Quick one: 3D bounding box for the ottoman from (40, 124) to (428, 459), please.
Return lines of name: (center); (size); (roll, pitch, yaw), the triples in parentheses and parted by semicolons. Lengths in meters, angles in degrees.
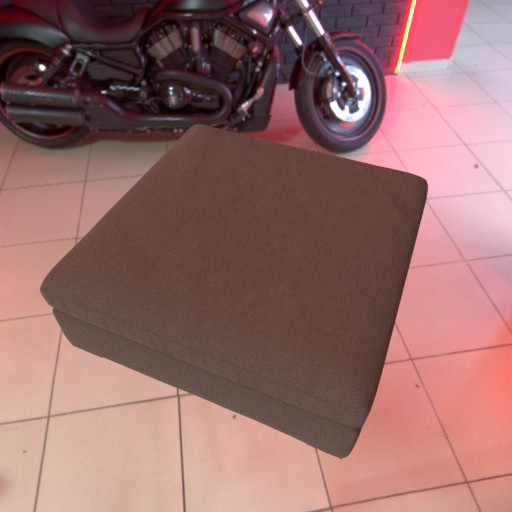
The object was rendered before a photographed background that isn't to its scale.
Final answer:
ottoman: (0.000, 0.000, 1.854); (1.181, 0.470, 1.181); (17, 49, 16)
